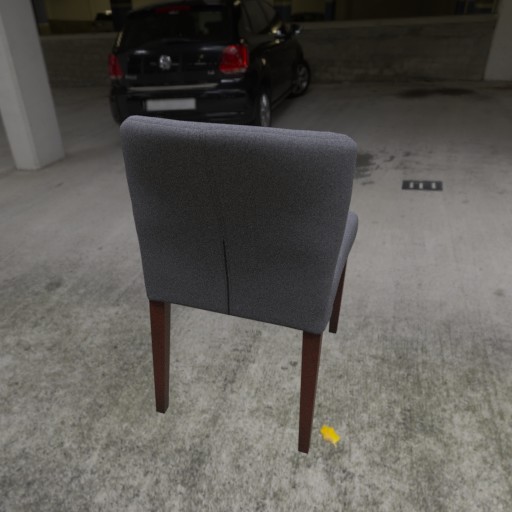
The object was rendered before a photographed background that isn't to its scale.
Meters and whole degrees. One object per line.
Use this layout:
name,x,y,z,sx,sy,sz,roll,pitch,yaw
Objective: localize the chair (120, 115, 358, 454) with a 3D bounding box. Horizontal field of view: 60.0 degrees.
chair,0.000,0.000,1.192,0.491,0.839,0.592,9,32,15
